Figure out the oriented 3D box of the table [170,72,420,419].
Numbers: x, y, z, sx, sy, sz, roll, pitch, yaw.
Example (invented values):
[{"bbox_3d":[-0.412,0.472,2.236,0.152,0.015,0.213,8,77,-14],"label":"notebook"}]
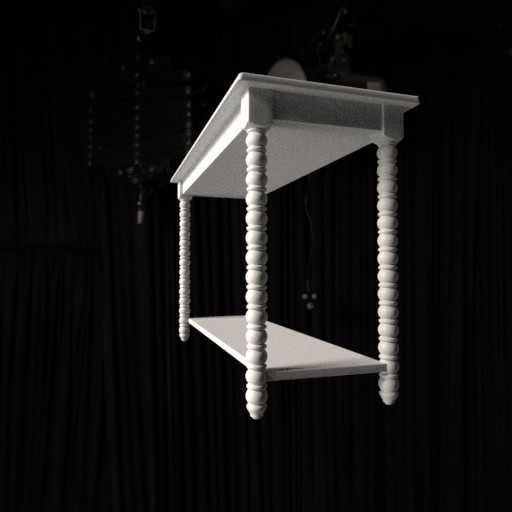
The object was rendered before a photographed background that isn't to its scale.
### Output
[{"bbox_3d":[0.000,0.000,1.545,0.459,0.740,1.184,0,-2,-18],"label":"table"}]
